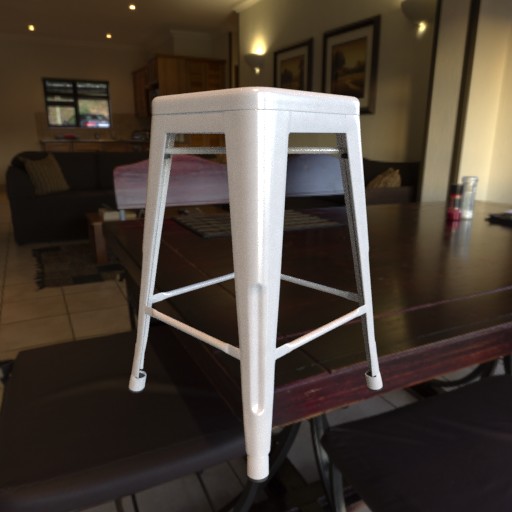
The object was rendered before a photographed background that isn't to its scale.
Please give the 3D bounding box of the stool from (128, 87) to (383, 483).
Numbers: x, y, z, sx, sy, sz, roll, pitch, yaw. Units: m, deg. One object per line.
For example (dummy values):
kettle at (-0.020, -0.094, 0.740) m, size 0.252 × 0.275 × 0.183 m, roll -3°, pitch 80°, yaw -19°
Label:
stool at (0.000, 0.000, 0.901) m, size 0.406 × 0.610 × 0.406 m, roll 14°, pitch 21°, yaw 42°
